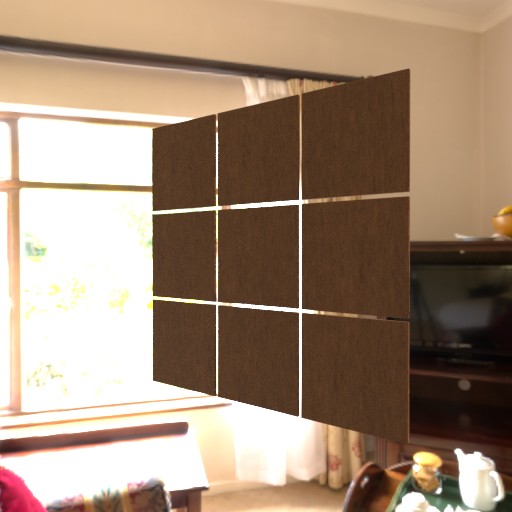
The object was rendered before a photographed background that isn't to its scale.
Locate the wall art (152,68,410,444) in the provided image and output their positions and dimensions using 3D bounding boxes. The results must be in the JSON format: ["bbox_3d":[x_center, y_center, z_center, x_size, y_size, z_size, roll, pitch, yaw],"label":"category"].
[{"bbox_3d":[0.000,0.000,1.786,1.215,1.213,0.013,0,1,35],"label":"wall art"}]
